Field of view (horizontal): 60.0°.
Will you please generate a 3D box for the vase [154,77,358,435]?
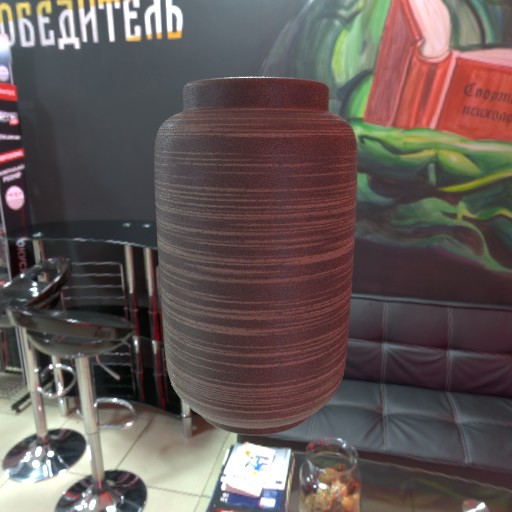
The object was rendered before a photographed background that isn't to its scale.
[{"bbox_3d":[0.000,0.000,0.691,0.297,0.499,0.297,0,15,0],"label":"vase"}]
